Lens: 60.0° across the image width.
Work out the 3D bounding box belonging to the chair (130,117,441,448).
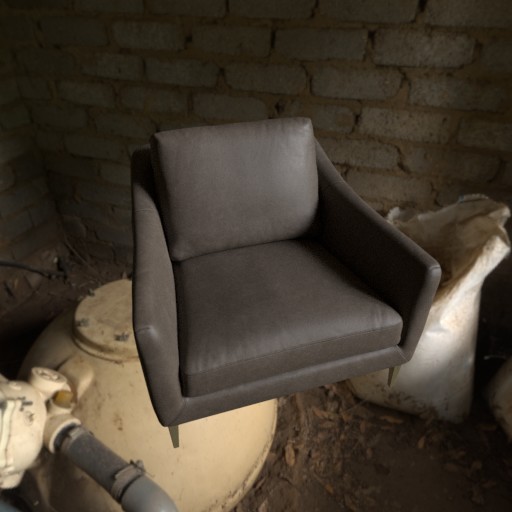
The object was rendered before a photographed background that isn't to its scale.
[{"bbox_3d":[0.000,0.000,1.752,0.988,0.901,0.961,-10,35,-15],"label":"chair"}]
